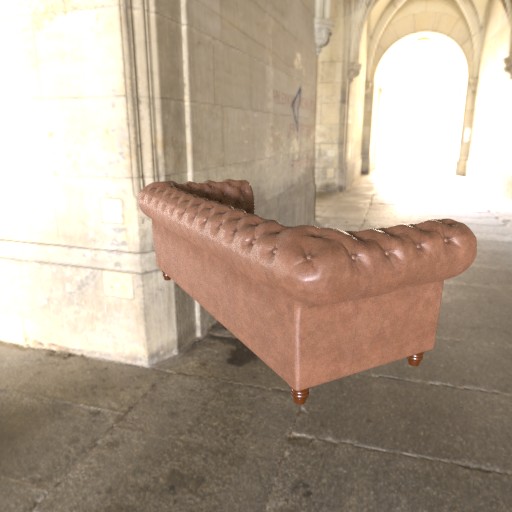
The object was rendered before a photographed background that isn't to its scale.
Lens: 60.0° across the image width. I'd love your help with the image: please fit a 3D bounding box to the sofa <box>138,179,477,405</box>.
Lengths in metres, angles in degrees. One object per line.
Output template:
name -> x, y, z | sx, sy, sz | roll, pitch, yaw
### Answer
sofa -> 0.000, 0.000, 2.781 | 0.944, 0.783, 2.385 | -8, 17, -27
